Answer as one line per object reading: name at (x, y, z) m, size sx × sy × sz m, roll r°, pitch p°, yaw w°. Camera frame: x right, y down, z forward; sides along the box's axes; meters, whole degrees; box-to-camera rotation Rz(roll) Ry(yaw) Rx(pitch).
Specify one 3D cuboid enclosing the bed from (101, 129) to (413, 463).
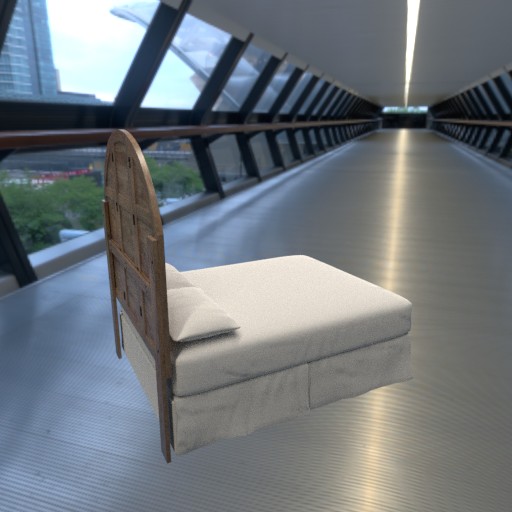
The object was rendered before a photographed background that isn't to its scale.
bed at (0.000, 0.000, 3.649) m, size 2.112 × 2.002 × 1.713 m, roll -8°, pitch 18°, yaw -27°
